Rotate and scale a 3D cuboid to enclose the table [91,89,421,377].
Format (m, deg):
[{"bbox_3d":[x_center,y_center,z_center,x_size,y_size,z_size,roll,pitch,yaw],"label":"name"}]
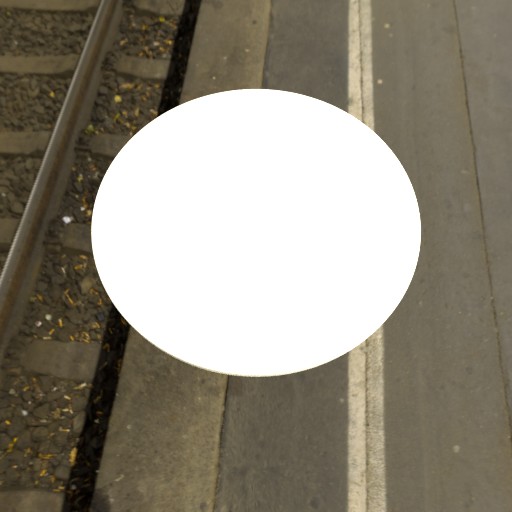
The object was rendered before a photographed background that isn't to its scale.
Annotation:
[{"bbox_3d":[0.000,0.000,0.997,0.600,0.400,0.600,0,64,0],"label":"table"}]
